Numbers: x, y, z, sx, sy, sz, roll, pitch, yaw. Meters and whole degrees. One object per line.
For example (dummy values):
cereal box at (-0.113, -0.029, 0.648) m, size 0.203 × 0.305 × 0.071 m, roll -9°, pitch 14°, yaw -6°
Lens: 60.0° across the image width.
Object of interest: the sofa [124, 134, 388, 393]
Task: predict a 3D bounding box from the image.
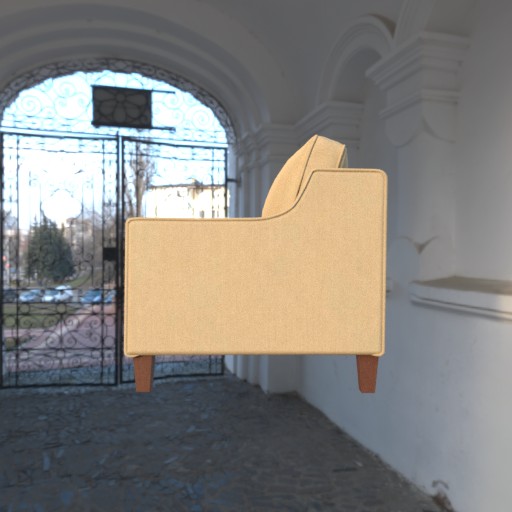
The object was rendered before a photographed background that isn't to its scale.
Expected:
sofa at (0.000, 0.000, 2.837) m, size 1.066 × 1.071 × 2.178 m, roll 0°, pitch 1°, yaw 1°
